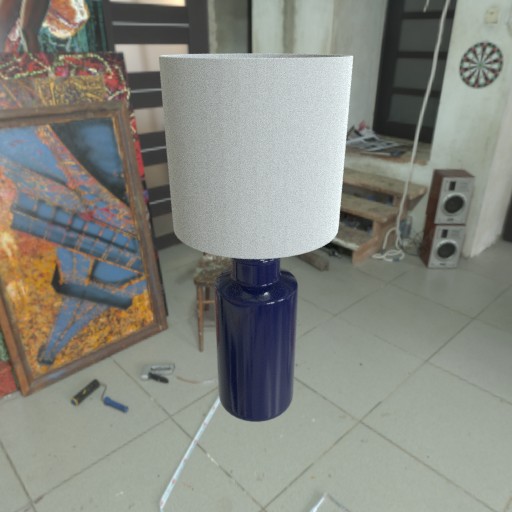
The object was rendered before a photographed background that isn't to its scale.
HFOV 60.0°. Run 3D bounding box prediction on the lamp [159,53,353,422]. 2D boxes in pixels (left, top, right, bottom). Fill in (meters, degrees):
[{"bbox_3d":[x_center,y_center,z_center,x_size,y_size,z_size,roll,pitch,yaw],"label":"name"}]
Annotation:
[{"bbox_3d":[0.000,0.000,0.598,0.212,0.493,0.212,8,27,16],"label":"lamp"}]
